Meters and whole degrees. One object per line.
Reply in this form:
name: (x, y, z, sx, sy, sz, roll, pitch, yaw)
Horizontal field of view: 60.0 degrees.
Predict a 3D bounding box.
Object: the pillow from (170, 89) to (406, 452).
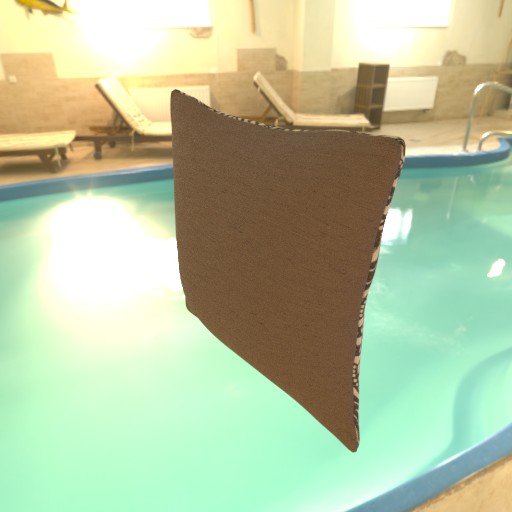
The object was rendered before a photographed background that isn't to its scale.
pillow: (0.000, 0.000, 0.644, 0.148, 0.417, 0.436, -20, 34, -33)
